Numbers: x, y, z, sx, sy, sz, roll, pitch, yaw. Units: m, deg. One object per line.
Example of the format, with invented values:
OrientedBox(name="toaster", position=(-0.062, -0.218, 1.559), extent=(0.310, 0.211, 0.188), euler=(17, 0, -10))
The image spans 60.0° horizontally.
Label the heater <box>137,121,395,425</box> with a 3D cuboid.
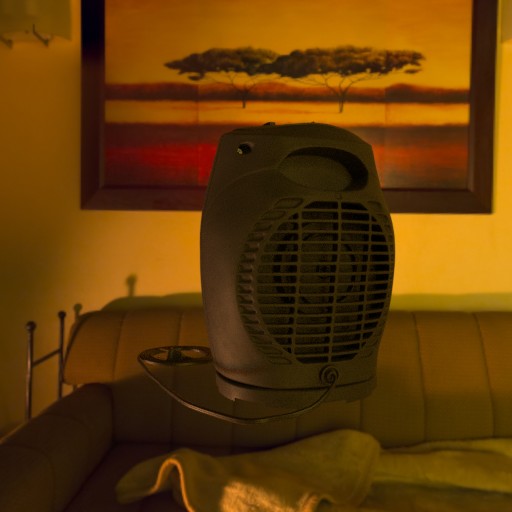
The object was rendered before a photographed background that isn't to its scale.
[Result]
OrientedBox(name="heater", position=(0.000, 0.000, 0.481), extent=(0.239, 0.255, 0.291), euler=(0, 0, -18))
